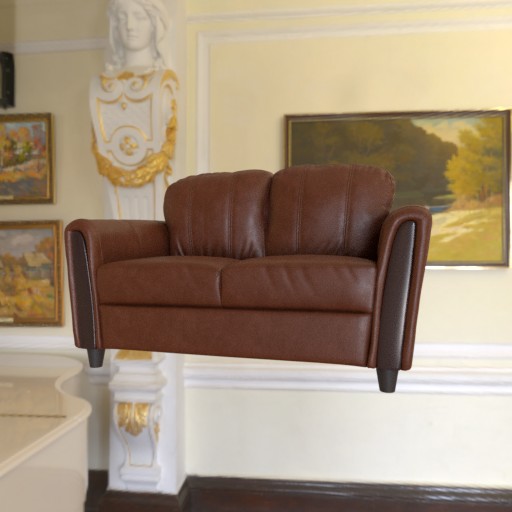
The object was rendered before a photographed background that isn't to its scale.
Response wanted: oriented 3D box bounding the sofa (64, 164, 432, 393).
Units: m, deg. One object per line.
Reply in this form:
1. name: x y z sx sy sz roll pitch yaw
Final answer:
1. sofa: 0.000 0.000 1.955 1.406 0.906 0.805 0 -1 18
